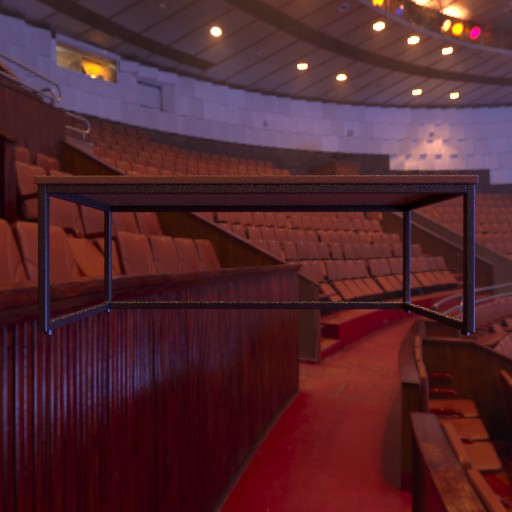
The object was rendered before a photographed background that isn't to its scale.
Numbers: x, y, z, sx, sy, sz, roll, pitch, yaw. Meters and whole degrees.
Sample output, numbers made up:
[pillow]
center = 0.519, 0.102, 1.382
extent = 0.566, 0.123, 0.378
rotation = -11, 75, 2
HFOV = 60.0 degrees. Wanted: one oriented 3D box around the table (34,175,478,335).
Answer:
[table]
center = 0.000, 0.000, 1.345
extent = 1.100, 0.400, 0.500
rotation = 0, 0, 1
